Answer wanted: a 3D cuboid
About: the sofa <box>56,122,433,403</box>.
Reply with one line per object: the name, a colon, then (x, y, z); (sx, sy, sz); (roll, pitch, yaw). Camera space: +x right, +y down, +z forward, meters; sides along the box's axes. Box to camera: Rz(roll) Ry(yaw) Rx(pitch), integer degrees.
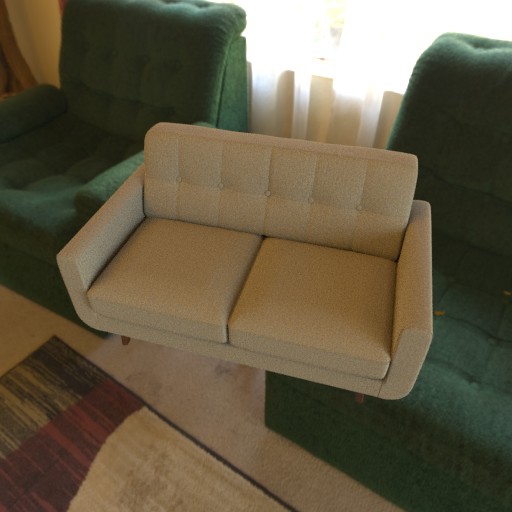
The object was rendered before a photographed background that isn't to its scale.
sofa: (0.000, 0.000, 2.265); (1.651, 0.925, 0.952); (11, 42, 12)
